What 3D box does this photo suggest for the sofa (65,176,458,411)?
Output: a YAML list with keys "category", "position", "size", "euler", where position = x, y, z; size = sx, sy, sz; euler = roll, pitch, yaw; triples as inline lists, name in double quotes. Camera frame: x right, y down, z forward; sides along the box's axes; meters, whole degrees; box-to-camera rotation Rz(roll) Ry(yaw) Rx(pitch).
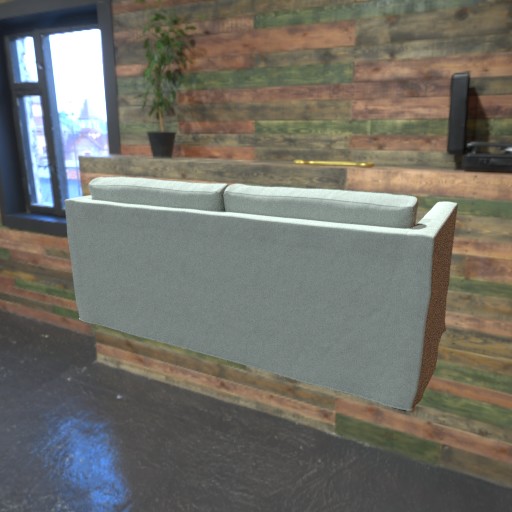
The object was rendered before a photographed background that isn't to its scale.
- category: "sofa"
  position: [0.000, 0.000, 2.488]
  size: [1.987, 0.870, 0.940]
  euler: [8, 17, 27]
